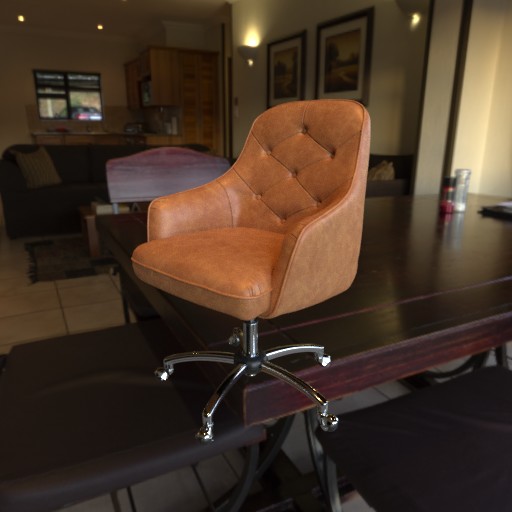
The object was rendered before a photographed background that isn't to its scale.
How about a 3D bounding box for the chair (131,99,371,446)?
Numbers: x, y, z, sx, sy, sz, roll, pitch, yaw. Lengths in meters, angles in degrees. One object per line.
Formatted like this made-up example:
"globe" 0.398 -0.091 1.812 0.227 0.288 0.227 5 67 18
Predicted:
"chair" 0.000 0.000 1.327 0.628 0.909 0.615 15 21 41
